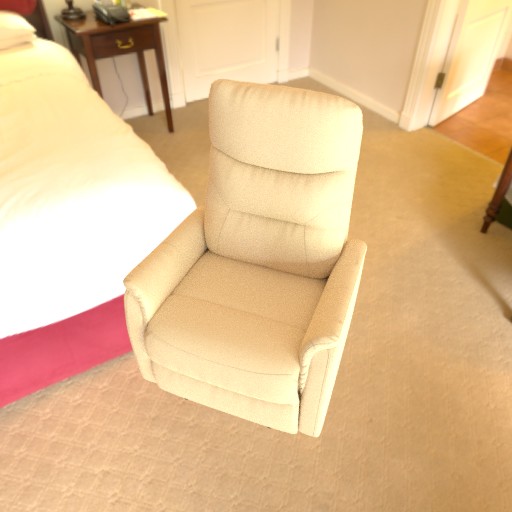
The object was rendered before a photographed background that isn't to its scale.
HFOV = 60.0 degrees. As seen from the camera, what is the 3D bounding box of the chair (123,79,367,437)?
[{"bbox_3d":[0.000,0.000,1.679,0.775,1.082,0.831,14,43,15],"label":"chair"}]
